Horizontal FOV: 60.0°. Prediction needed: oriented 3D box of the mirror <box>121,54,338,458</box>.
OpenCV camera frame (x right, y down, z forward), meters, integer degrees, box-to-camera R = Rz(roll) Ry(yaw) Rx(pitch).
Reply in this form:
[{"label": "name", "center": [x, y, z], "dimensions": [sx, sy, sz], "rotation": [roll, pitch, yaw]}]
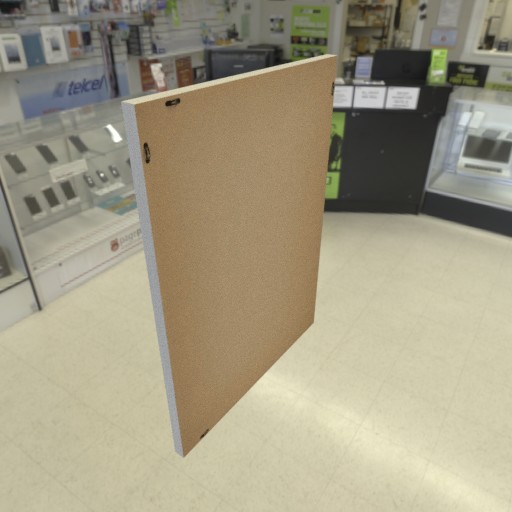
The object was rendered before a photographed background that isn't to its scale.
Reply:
[{"label": "mirror", "center": [0.000, 0.000, 1.313], "dimensions": [0.040, 1.016, 0.762], "rotation": [21, 38, 30]}]
